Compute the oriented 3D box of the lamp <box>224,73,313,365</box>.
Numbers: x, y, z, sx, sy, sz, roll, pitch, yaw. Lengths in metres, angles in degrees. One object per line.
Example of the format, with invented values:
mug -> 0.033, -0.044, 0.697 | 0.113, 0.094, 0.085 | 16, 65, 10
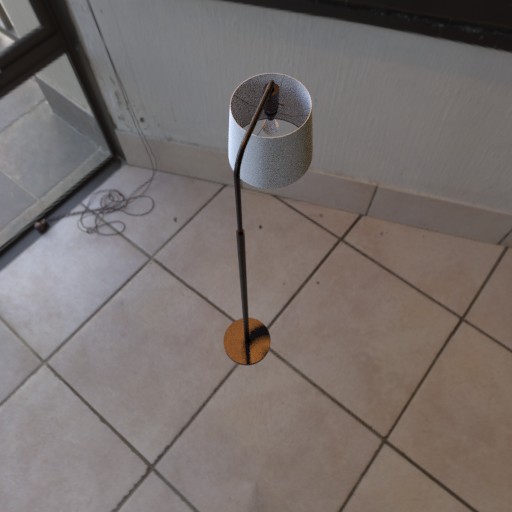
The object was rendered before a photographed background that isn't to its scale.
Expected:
lamp -> 0.000, 0.000, 1.697 | 0.254, 1.478, 0.508 | 18, 64, 9
